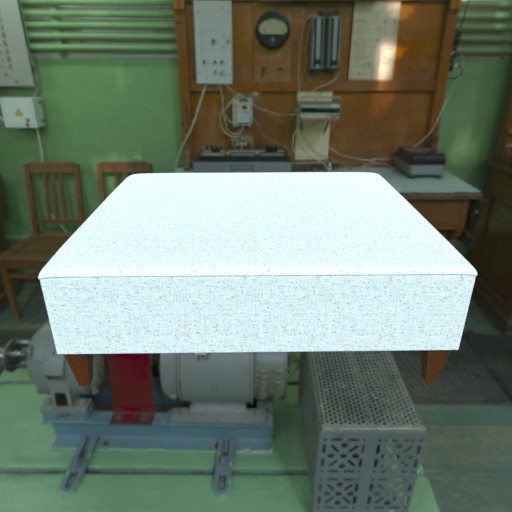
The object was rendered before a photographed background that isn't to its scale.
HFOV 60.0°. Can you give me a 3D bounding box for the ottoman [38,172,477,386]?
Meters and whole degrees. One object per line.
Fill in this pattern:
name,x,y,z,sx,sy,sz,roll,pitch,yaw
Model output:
ottoman,0.000,0.000,1.222,0.835,0.303,0.736,0,25,-1
